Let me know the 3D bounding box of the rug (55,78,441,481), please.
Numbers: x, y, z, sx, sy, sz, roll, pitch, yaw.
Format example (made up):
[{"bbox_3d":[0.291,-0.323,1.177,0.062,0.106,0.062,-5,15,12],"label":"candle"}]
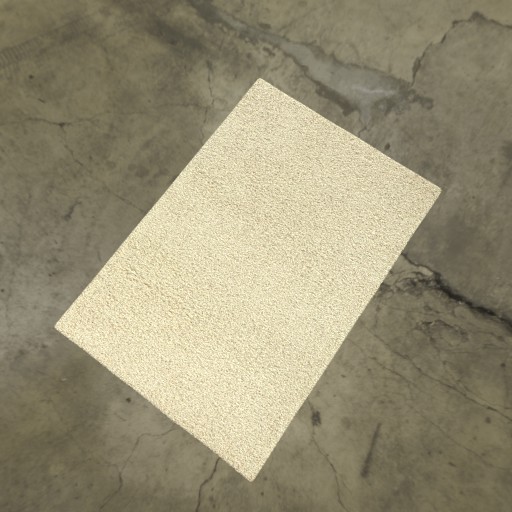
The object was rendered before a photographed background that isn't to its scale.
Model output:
[{"bbox_3d":[0.000,0.000,2.313,1.219,0.030,1.778,35,78,9],"label":"rug"}]
